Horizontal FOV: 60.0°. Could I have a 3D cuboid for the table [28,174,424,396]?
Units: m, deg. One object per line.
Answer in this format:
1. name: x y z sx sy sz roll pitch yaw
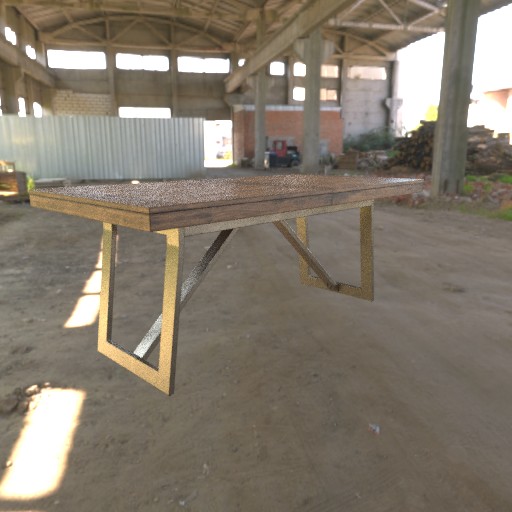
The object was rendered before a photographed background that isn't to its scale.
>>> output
1. table: 0.000 0.000 2.342 0.931 0.757 1.867 12 18 42
